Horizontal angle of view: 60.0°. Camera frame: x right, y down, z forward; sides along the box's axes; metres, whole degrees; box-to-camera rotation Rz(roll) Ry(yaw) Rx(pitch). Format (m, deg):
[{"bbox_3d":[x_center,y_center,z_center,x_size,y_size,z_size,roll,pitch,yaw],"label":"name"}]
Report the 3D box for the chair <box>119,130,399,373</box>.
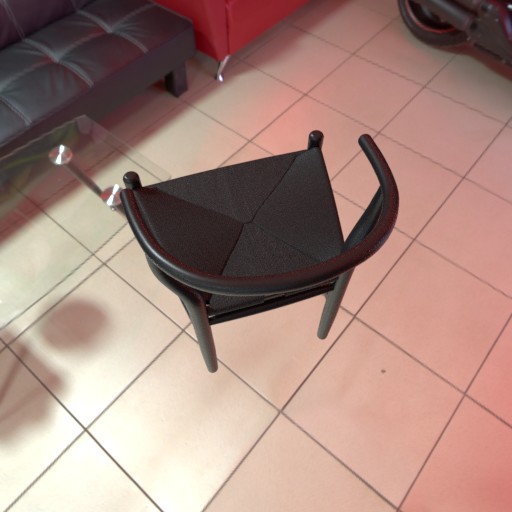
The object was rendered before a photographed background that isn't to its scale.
[{"bbox_3d":[0.000,0.000,1.167,0.569,0.730,0.579,-15,59,-9],"label":"chair"}]
